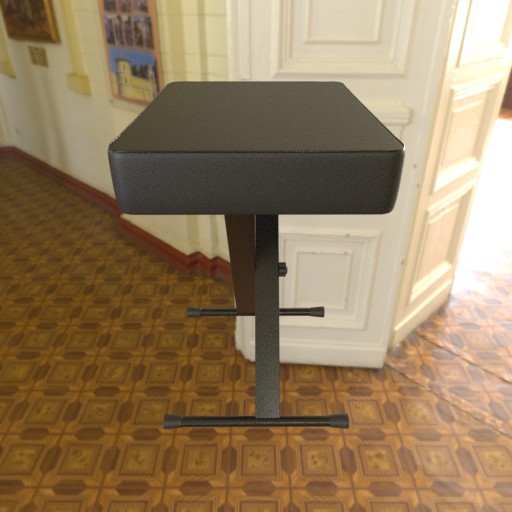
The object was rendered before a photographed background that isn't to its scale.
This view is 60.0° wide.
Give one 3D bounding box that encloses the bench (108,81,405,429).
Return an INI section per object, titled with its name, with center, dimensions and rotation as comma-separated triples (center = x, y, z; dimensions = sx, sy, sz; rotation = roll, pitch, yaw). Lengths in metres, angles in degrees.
[bench]
center = 0.000, 0.000, 0.765
dimensions = 0.321, 0.500, 0.424
rotation = 0, 31, 0
